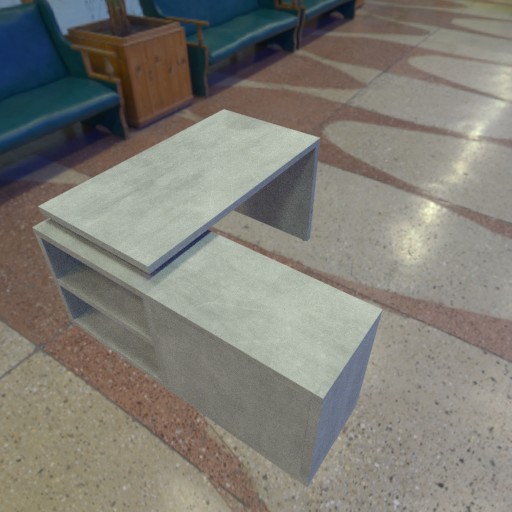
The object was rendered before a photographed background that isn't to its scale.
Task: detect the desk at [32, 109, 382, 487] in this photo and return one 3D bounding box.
[{"bbox_3d":[0.000,0.000,2.303,1.500,0.740,1.400,25,47,26],"label":"desk"}]
